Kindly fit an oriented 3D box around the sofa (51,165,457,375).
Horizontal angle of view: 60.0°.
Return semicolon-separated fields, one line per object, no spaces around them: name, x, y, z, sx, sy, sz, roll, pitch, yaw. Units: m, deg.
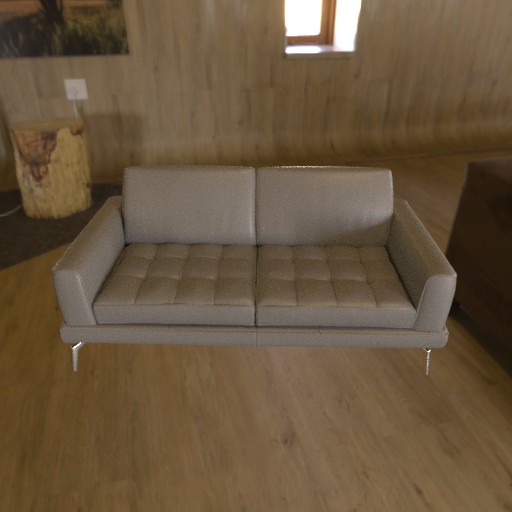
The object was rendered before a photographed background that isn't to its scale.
sofa;0.000;0.000;2.788;2.177;0.930;1.121;1;30;1
